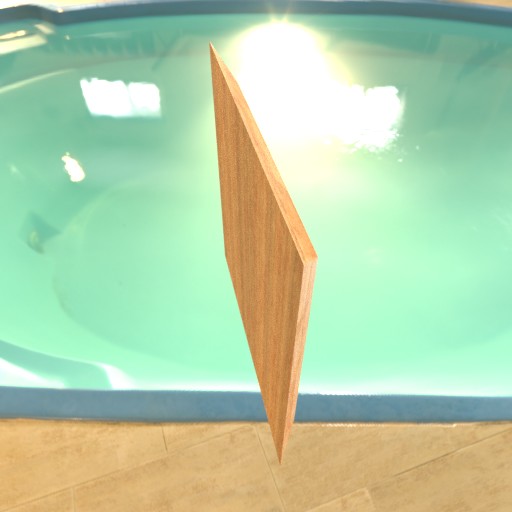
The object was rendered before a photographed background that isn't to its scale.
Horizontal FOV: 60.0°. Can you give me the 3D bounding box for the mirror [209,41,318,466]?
[{"bbox_3d":[0.000,0.000,0.950,0.047,0.651,0.651,-10,47,-9],"label":"mirror"}]
